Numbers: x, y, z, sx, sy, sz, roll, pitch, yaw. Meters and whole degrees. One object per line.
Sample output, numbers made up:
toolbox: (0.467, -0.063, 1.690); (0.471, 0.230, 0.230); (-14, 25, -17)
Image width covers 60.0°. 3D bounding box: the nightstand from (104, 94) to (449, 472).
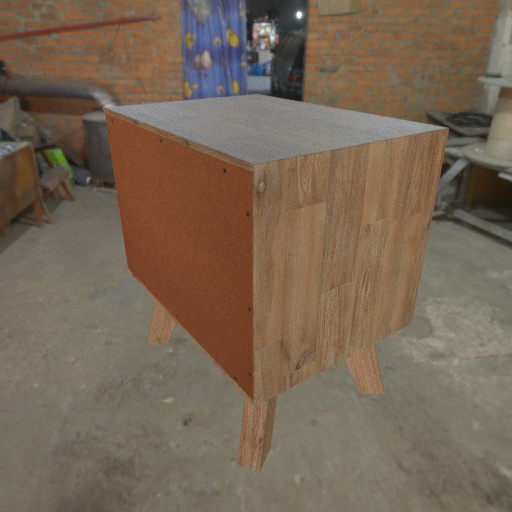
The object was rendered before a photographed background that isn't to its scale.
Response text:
nightstand: (0.000, 0.000, 0.968); (0.396, 0.589, 0.552); (-18, 32, -31)
